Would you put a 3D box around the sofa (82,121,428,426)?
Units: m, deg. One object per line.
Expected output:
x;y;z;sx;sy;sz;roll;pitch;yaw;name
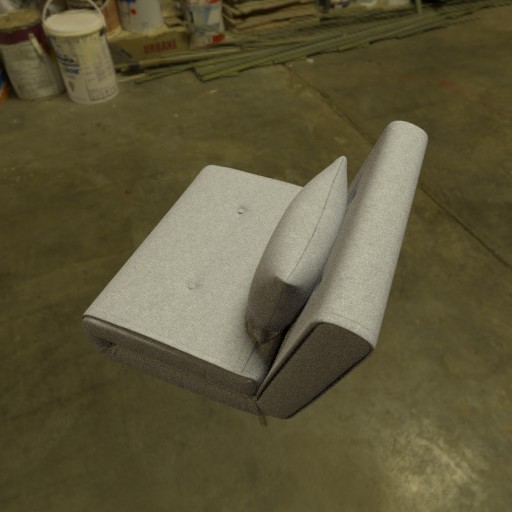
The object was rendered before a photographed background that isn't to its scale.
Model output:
0.000;0.000;1.741;1.000;0.825;1.020;16;49;15;sofa
